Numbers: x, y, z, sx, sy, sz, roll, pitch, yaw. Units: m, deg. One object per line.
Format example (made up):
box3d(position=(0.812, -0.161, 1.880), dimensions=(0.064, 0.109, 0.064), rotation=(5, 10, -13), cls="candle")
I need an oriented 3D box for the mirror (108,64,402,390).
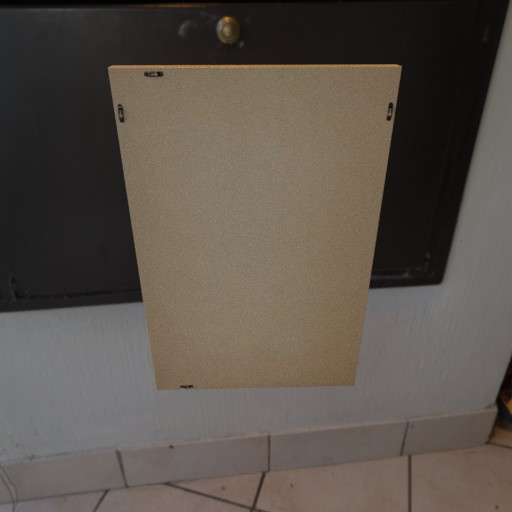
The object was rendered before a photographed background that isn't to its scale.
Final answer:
box3d(position=(0.000, 0.000, 1.155), dimensions=(0.609, 0.915, 0.040), rotation=(-1, 29, -1), cls="mirror")
